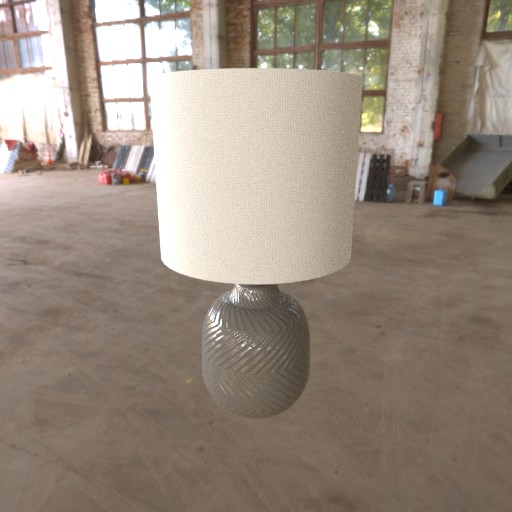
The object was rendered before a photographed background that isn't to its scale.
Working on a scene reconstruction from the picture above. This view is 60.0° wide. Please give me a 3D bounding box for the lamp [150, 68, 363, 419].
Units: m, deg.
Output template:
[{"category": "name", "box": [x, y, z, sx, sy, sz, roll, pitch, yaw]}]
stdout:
[{"category": "lamp", "box": [0.000, 0.000, 0.493, 0.207, 0.366, 0.207, -16, 23, -42]}]
